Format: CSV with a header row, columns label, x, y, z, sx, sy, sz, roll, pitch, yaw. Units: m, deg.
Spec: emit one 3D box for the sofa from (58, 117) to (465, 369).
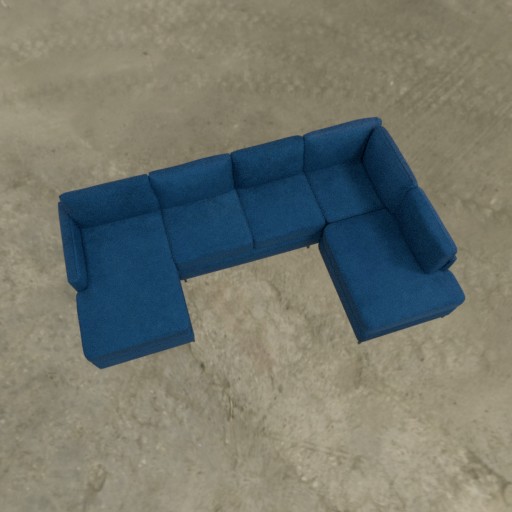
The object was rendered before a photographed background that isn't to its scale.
label,x,y,z,sx,sy,sz,roll,pitch,yaw
sofa,0.000,0.000,4.277,3.434,0.992,2.055,-16,64,-8
